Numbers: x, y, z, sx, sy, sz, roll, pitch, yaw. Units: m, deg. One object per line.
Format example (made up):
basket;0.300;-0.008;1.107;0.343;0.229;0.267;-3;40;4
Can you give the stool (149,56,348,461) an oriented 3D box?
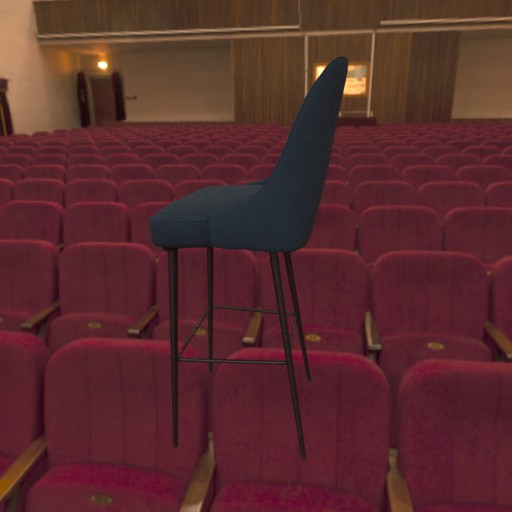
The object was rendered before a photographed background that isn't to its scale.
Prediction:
stool;0.000;0.000;1.344;0.489;1.079;0.527;2;16;8
